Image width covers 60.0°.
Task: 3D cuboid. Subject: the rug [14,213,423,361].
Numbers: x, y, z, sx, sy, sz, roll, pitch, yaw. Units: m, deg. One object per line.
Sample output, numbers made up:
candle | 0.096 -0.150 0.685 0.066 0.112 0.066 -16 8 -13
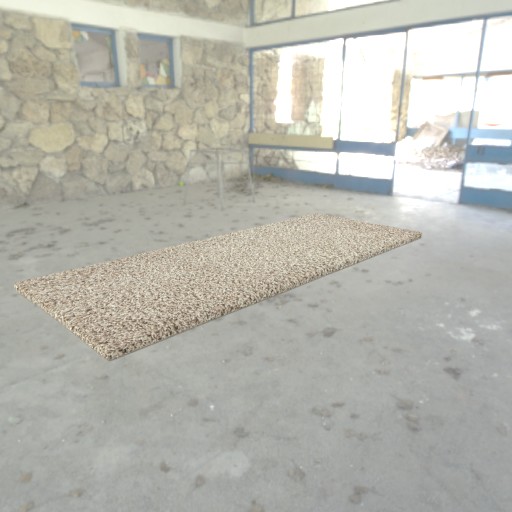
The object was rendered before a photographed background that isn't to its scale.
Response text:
rug | 0.000 0.000 1.683 0.609 0.030 1.524 16 23 43
